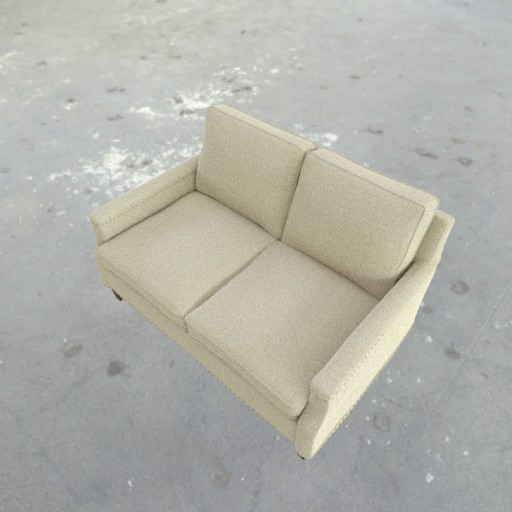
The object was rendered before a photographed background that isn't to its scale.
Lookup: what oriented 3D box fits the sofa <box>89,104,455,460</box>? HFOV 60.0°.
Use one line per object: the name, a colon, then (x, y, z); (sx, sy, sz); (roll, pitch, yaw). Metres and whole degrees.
sofa: (0.000, 0.000, 2.344); (1.597, 1.003, 1.084); (32, 54, 28)
